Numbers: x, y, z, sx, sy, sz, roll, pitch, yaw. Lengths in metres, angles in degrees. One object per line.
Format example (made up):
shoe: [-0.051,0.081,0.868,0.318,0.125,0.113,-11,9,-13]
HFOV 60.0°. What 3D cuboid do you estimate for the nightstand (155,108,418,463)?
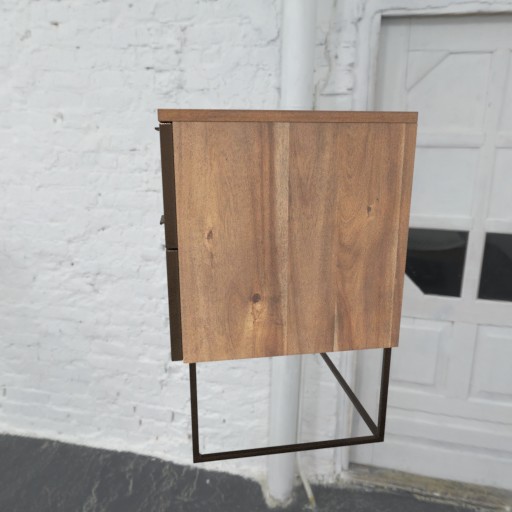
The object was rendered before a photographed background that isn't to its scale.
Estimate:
nightstand: [0.000,0.000,1.038,0.427,0.611,0.605,-2,15,-9]
